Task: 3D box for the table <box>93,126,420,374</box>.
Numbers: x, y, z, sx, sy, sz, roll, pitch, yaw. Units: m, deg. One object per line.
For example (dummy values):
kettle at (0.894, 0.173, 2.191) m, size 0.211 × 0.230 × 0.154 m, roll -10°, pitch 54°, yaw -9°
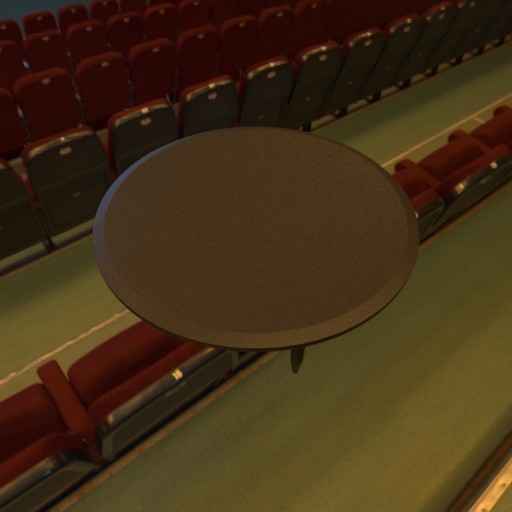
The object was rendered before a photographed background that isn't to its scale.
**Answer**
table at (0.000, 0.000, 1.396) m, size 0.900 × 0.400 × 0.900 m, roll 0°, pitch 47°, yaw 0°
